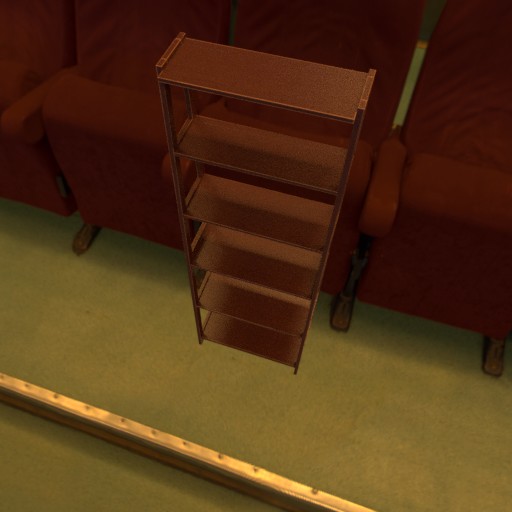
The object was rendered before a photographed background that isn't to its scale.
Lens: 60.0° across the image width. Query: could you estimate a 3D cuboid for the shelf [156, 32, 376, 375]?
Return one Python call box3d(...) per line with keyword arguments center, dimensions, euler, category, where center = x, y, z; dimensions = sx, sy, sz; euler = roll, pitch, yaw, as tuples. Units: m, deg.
box3d(center=(0.000, 0.000, 2.122), dimensions=(0.660, 1.892, 0.381), euler=(15, 59, 10), category="shelf")
